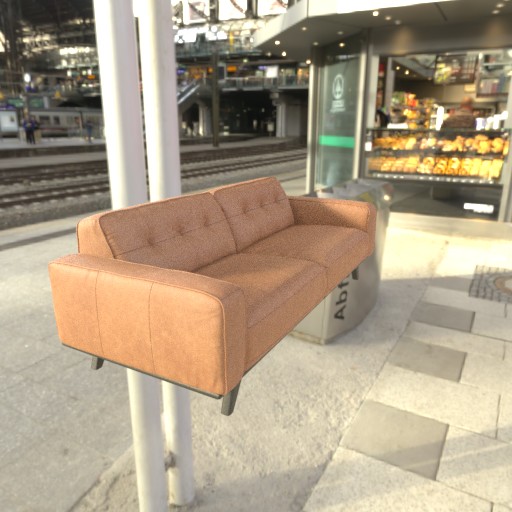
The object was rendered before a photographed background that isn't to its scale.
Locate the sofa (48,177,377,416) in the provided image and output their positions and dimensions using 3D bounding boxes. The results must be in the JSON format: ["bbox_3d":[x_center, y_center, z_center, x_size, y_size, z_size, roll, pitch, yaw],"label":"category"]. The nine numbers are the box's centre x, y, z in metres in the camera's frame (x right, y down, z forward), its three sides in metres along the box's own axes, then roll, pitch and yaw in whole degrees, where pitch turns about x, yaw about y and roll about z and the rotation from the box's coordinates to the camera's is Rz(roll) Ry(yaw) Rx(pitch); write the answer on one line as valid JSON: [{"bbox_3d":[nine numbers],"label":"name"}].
[{"bbox_3d":[0.000,0.000,2.757,0.953,0.780,2.270,9,19,27],"label":"sofa"}]
